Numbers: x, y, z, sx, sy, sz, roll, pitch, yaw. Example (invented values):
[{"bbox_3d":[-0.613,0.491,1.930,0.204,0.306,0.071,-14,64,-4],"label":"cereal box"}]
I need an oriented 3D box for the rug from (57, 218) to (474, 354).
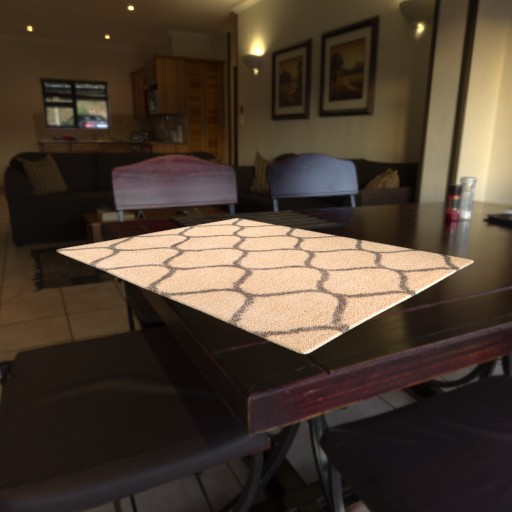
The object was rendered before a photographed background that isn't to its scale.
[{"bbox_3d":[0.000,0.000,4.043,3.000,0.026,2.399,14,20,42],"label":"rug"}]
